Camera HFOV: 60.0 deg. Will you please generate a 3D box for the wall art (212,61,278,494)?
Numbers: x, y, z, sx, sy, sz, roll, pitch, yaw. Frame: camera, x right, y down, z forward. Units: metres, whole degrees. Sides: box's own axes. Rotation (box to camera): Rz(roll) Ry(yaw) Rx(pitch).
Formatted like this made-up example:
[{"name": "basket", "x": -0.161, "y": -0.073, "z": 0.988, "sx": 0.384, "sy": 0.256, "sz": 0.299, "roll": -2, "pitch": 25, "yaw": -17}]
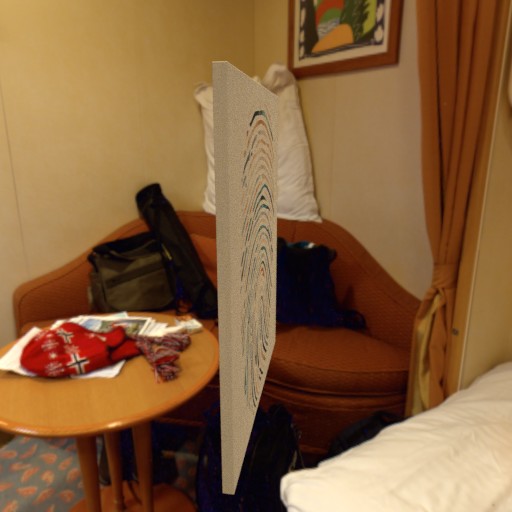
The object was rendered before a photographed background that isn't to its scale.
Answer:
[{"name": "wall art", "x": 0.000, "y": 0.000, "z": 0.982, "sx": 0.021, "sy": 0.710, "sz": 0.609, "roll": 2, "pitch": 16, "yaw": 9}]
